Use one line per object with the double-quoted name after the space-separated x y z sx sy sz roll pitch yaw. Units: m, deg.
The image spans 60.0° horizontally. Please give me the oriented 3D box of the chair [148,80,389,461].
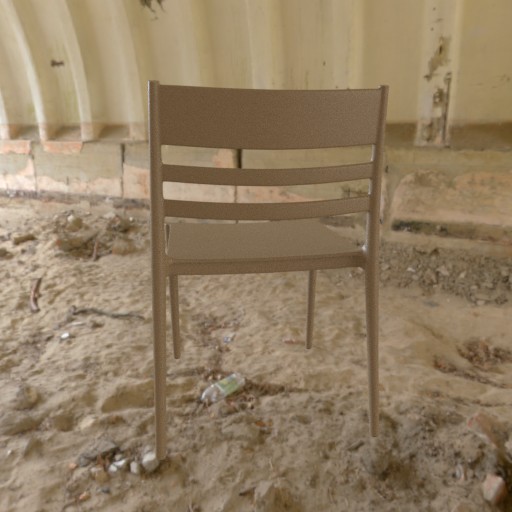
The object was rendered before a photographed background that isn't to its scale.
0.000 0.000 1.153 0.531 0.800 0.511 -2 15 -9 "chair"
